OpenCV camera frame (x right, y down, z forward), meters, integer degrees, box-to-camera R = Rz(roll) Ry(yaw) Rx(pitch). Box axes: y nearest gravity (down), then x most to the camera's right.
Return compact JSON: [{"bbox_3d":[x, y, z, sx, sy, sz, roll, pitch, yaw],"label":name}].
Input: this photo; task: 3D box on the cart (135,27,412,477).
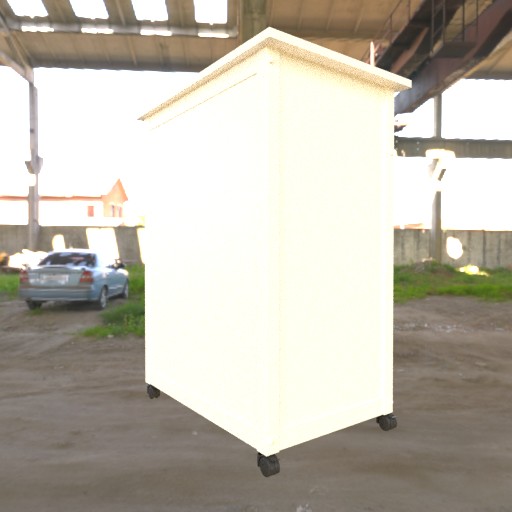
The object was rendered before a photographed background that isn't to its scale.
[{"bbox_3d":[0.000,0.000,1.235,0.442,0.864,0.683,-1,1,-36],"label":"cart"}]
